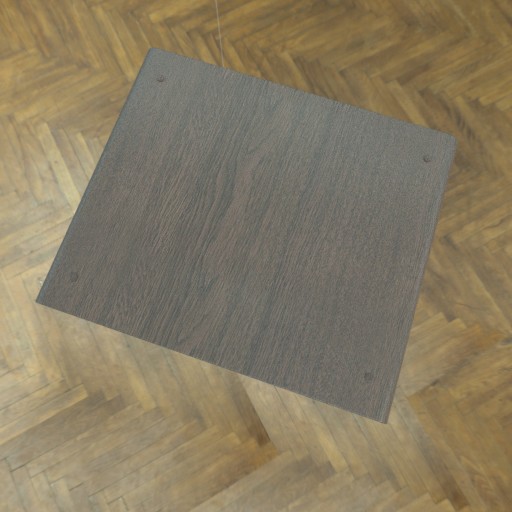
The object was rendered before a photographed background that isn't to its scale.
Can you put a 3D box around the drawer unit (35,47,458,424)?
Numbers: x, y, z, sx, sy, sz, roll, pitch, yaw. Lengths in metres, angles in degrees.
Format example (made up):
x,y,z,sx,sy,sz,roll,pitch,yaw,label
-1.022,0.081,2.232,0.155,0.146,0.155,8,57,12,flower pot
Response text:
x,y,z,sx,sy,sz,roll,pitch,yaw,label
0.000,0.000,0.595,0.344,0.344,0.290,18,77,4,drawer unit
